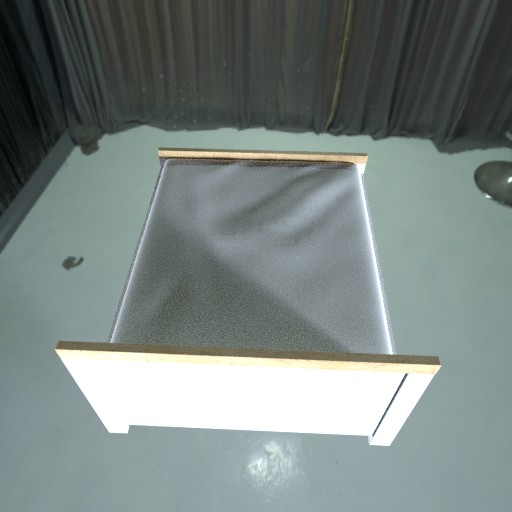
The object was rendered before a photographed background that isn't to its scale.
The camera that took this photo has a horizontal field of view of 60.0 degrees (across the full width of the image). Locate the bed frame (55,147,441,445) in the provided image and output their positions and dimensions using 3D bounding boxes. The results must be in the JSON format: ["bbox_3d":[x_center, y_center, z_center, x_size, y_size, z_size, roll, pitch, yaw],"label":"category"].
[{"bbox_3d":[0.000,0.000,2.953,1.670,0.980,2.050,2,48,2],"label":"bed frame"}]
